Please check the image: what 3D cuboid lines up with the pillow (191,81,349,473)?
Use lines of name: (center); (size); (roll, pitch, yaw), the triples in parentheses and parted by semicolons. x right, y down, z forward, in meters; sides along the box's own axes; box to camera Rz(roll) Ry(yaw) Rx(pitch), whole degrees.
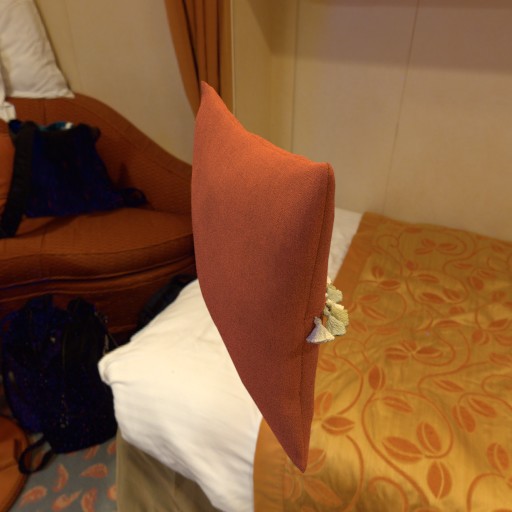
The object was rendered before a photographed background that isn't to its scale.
pillow: (0.000, 0.000, 0.740); (0.165, 0.482, 0.490); (-11, 33, -18)
